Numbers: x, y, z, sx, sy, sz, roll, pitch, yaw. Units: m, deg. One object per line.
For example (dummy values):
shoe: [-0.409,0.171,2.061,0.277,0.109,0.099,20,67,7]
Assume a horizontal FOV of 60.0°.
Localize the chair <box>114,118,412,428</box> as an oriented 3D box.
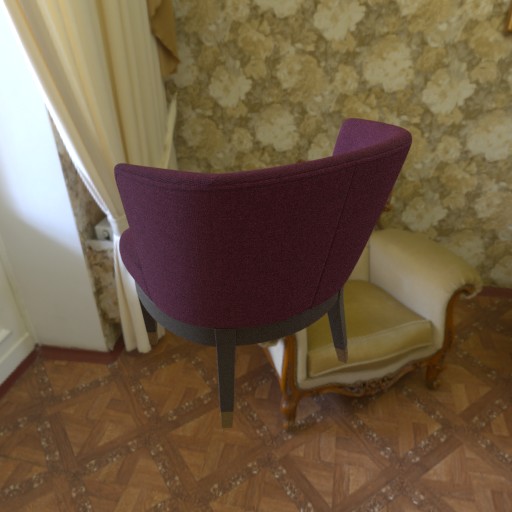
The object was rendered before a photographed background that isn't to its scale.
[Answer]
chair: [0.000,0.000,1.258,0.700,0.760,0.660,-20,36,-29]
